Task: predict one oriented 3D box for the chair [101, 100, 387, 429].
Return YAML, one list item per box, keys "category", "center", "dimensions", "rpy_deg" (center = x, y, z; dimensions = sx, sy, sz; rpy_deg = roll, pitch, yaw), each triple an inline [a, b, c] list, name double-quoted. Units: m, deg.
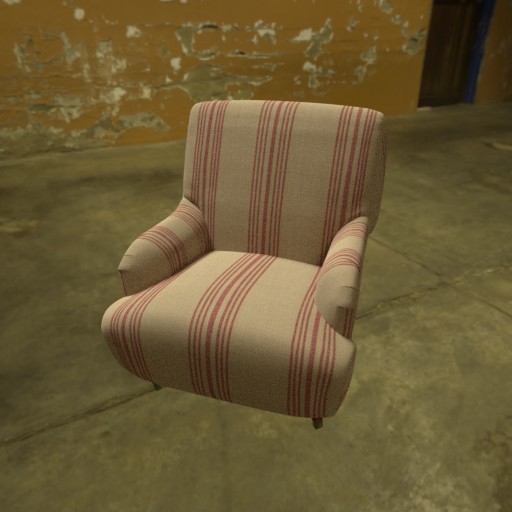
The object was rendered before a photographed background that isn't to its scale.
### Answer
- category: "chair"
  center: [0.000, 0.000, 1.848]
  dimensions: [0.933, 1.123, 1.058]
  rpy_deg: [8, 28, 15]
